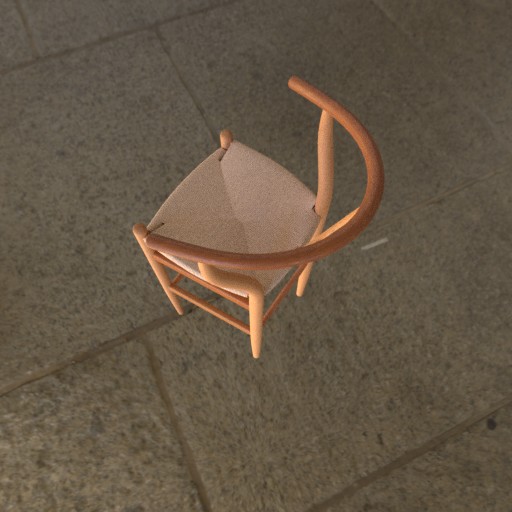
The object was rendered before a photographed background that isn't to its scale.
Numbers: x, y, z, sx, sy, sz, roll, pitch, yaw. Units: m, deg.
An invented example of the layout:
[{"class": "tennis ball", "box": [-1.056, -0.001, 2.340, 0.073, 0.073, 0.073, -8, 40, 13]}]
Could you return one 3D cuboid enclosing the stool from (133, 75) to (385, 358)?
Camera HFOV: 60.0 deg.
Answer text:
[{"class": "stool", "box": [0.000, 0.000, 1.416, 0.561, 1.068, 0.574, 33, 69, 14]}]
